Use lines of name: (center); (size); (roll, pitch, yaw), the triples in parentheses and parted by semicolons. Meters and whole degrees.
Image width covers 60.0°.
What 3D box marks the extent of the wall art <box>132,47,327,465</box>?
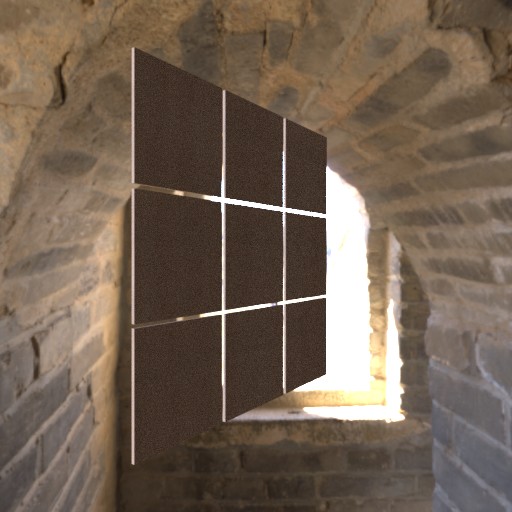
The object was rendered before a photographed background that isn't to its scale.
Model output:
wall art: (0.000, 0.000, 1.787); (0.013, 1.218, 1.219); (0, 0, 36)
